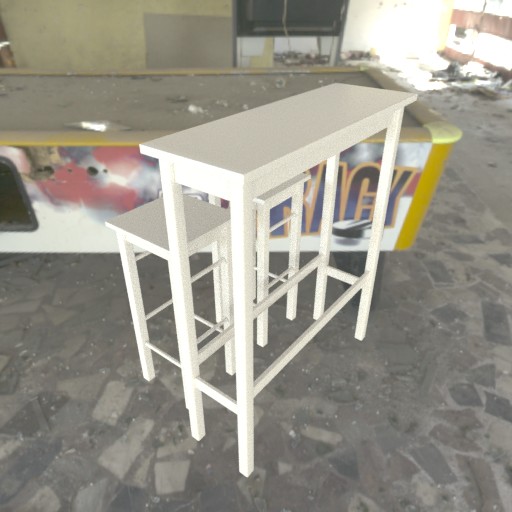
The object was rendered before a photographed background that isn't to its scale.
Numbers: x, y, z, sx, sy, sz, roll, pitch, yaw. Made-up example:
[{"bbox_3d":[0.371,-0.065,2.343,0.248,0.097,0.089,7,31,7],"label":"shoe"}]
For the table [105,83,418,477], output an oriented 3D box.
[{"bbox_3d":[0.000,0.000,1.613,0.650,1.065,0.915,22,38,31],"label":"table"}]
